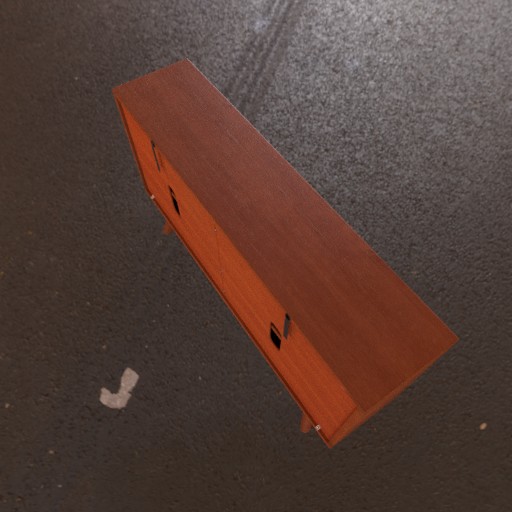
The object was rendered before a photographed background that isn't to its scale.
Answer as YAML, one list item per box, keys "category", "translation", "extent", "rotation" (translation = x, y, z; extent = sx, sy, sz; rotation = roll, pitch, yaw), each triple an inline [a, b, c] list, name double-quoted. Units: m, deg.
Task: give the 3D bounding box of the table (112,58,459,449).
- category: "table"
  translation: [0.000, 0.000, 1.508]
  extent: [0.308, 0.698, 1.220]
  rotation: [-30, 63, -17]
